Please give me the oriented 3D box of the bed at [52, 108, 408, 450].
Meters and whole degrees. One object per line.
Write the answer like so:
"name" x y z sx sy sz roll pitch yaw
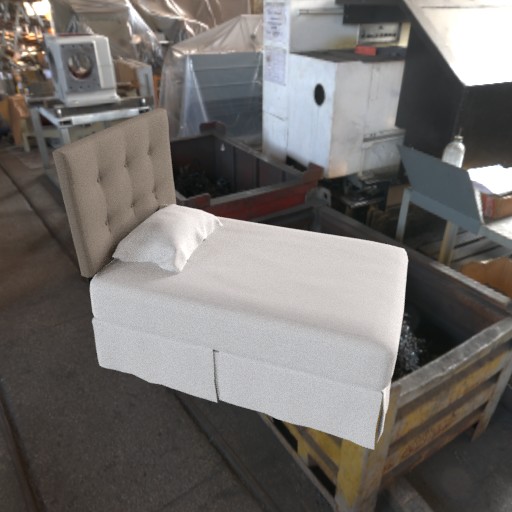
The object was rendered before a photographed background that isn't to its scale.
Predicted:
"bed" 0.000 0.000 2.978 1.997 1.571 1.261 10 32 17
